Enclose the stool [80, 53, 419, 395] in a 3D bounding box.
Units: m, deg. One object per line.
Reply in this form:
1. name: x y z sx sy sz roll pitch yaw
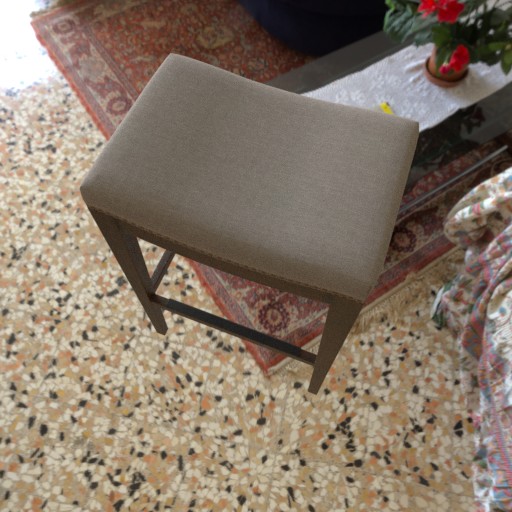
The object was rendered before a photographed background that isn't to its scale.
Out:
1. stool: 0.000 0.000 1.041 0.508 0.762 0.356 19 65 9
